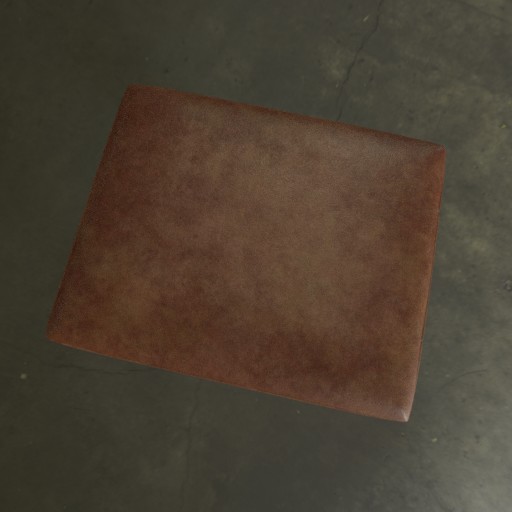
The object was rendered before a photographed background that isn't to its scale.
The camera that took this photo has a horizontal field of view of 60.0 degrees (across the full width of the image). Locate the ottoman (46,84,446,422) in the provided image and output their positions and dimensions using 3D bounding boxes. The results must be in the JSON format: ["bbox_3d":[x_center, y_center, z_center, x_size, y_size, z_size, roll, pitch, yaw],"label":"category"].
[{"bbox_3d":[0.000,0.000,1.741,1.186,0.667,0.965,12,77,3],"label":"ottoman"}]
